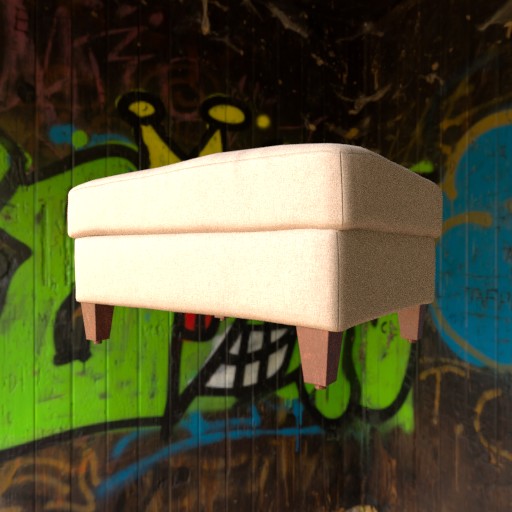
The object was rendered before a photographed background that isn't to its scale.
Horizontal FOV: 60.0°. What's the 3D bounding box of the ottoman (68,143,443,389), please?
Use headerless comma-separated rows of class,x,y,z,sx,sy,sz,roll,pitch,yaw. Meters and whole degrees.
ottoman,0.000,0.000,1.305,0.902,0.511,0.692,0,0,36
